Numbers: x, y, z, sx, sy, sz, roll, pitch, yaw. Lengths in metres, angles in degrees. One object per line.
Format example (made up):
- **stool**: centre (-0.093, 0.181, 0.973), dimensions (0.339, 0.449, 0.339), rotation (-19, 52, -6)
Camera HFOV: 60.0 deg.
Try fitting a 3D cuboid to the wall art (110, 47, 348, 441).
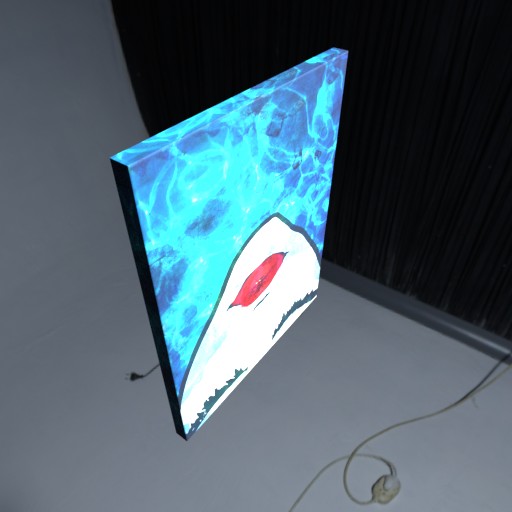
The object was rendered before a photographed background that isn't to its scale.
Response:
- **wall art**: centre (0.000, 0.000, 1.024), dimensions (0.038, 0.760, 0.609), rotation (26, 48, 27)
